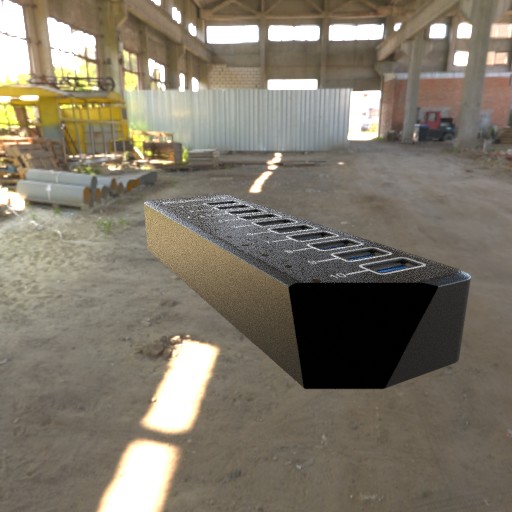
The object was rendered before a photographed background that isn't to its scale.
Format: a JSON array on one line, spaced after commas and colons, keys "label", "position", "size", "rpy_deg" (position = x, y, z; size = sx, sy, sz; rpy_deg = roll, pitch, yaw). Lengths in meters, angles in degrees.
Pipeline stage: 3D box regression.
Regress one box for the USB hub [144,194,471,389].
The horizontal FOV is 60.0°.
[{"label": "USB hub", "position": [0.000, 0.000, 0.161], "size": [0.044, 0.023, 0.145], "rpy_deg": [-9, 19, -27]}]
